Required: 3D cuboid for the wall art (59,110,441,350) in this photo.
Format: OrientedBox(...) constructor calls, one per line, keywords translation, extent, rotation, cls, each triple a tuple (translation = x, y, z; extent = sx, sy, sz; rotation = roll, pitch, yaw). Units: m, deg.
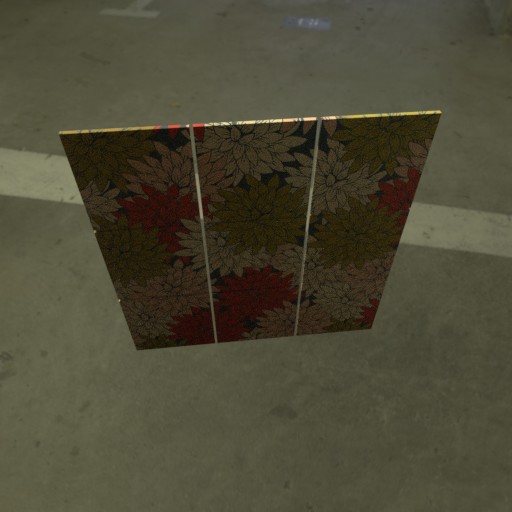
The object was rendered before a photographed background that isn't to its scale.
OrientedBox(translation=(0.000, 0.000, 1.375), extent=(0.904, 0.913, 0.013), rotation=(-4, 46, -4), cls="wall art")
